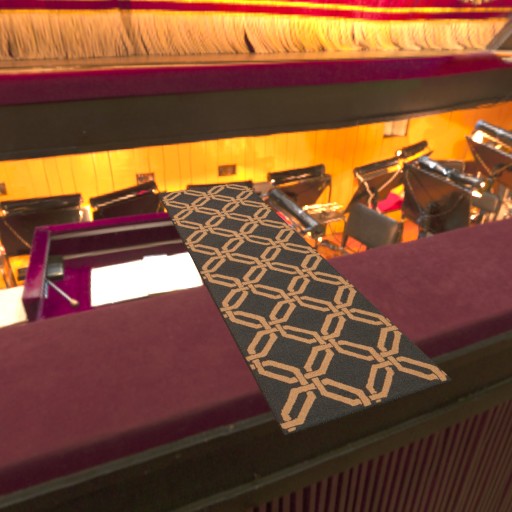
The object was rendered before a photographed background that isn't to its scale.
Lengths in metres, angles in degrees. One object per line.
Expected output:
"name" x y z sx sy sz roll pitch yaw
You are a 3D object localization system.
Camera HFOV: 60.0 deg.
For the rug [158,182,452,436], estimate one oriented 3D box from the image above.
"rug" 0.000 0.000 2.459 0.678 0.014 2.276 -11 31 -18
